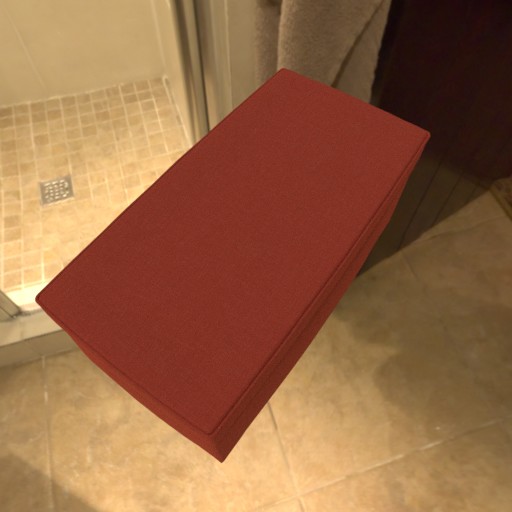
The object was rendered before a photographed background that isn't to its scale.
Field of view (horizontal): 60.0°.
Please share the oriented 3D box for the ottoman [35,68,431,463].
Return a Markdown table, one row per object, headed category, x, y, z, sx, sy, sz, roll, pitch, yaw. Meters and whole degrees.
| category | x | y | z | sx | sy | sz | roll | pitch | yaw |
| --- | --- | --- | --- | --- | --- | --- | --- | --- | --- |
| ottoman | 0.000 | 0.000 | 1.220 | 0.497 | 0.454 | 0.948 | 31 | 64 | 18 |
